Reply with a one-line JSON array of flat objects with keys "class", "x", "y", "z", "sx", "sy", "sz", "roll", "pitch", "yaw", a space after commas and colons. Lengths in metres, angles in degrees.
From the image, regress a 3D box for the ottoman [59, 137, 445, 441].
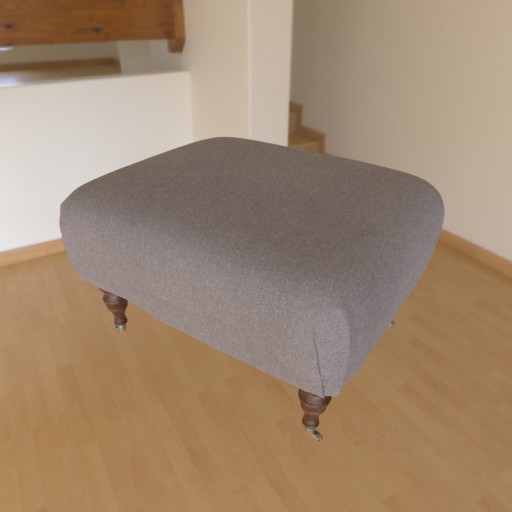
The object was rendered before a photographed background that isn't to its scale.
[{"class": "ottoman", "x": 0.000, "y": 0.000, "z": 1.102, "sx": 0.747, "sy": 0.450, "sz": 0.622, "roll": 19, "pitch": 35, "yaw": 29}]
